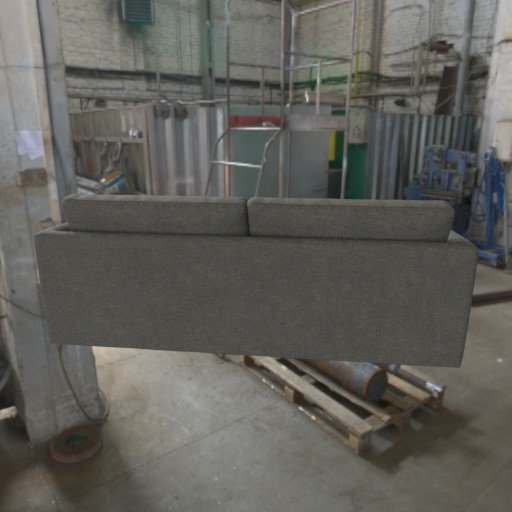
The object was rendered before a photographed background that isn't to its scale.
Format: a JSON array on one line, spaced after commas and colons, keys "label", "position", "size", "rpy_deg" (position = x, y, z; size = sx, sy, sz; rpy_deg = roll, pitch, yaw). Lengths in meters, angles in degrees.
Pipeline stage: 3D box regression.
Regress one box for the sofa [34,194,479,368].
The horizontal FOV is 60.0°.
[{"label": "sofa", "position": [0.000, 0.000, 2.764], "size": [2.257, 0.838, 1.092], "rpy_deg": [2, 16, 7]}]
